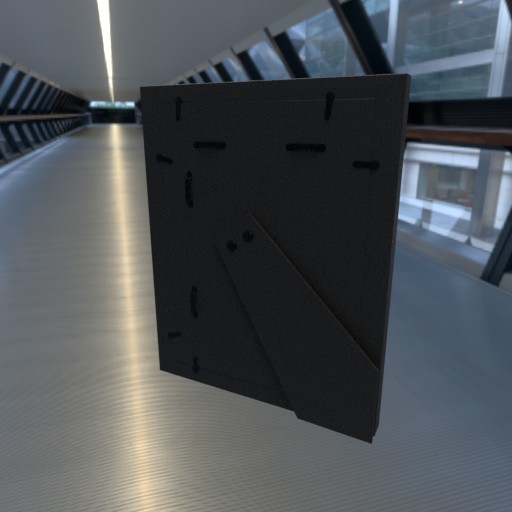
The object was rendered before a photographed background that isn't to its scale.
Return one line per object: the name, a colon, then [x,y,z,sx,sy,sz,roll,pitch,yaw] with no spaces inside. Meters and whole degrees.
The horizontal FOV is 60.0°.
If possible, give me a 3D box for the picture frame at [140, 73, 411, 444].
picture frame: [0.000,0.000,0.519,0.307,0.383,0.036,8,19,26]
